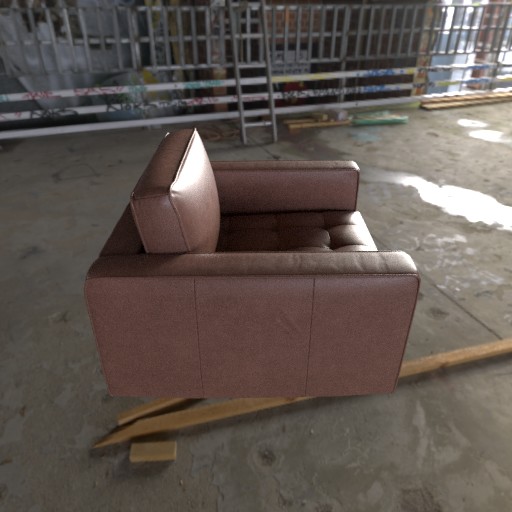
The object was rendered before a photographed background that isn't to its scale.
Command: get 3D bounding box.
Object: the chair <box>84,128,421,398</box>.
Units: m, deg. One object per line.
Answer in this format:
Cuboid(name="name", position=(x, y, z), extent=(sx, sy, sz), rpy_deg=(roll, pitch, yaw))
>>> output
Cuboid(name="chair", position=(0.000, 0.000, 1.585), extent=(0.900, 0.770, 0.920), rpy_deg=(0, 31, 0))
